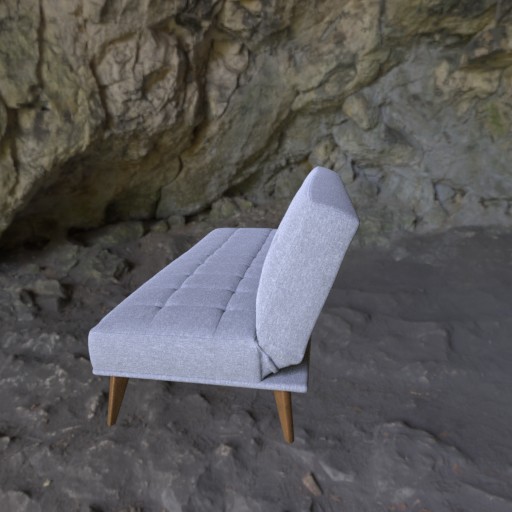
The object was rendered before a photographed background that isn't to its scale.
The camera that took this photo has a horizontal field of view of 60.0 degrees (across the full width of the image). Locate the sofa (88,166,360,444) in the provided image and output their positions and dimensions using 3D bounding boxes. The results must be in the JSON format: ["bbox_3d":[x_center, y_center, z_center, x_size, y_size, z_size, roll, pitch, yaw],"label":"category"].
[{"bbox_3d":[0.000,0.000,2.230,0.860,0.810,1.800,2,15,8],"label":"sofa"}]
